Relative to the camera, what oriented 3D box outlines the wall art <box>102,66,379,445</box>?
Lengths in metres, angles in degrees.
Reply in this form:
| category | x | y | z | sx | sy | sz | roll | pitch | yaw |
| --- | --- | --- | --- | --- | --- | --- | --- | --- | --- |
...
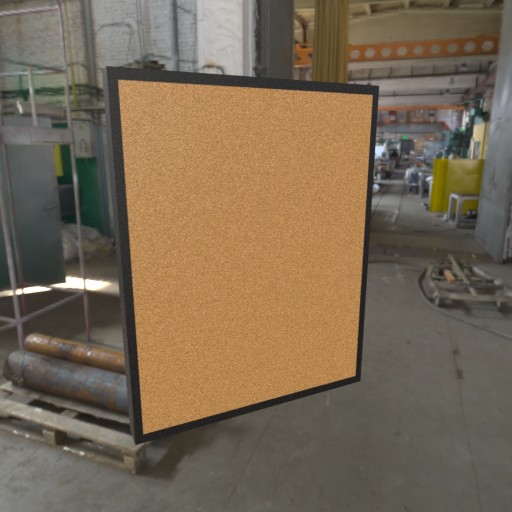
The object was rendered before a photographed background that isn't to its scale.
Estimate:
| category | x | y | z | sx | sy | sz | roll | pitch | yaw |
| --- | --- | --- | --- | --- | --- | --- | --- | --- | --- |
| wall art | 0.000 | 0.000 | 0.493 | 0.294 | 0.369 | 0.030 | -7 | 16 | -25 |
